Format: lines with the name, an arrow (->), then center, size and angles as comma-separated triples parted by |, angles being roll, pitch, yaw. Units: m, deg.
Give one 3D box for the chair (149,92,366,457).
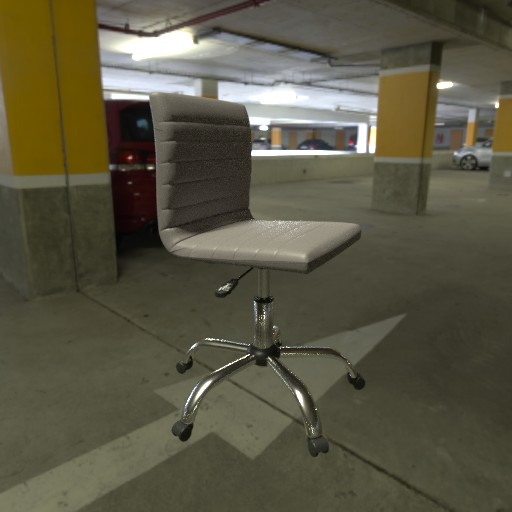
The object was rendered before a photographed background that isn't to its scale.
chair -> 0.000, 0.000, 1.135 | 0.530, 0.780, 0.556 | 8, 16, 27
